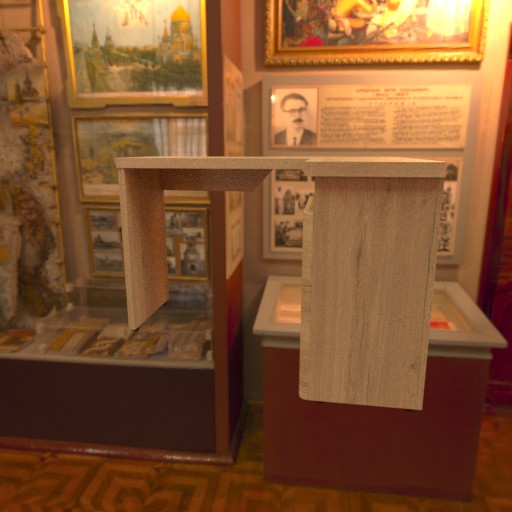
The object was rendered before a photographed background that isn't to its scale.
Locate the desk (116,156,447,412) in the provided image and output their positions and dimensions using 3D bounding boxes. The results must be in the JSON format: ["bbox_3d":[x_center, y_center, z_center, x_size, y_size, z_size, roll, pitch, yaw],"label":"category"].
[{"bbox_3d":[0.000,0.000,1.767,1.169,0.760,0.900,2,14,9],"label":"desk"}]
